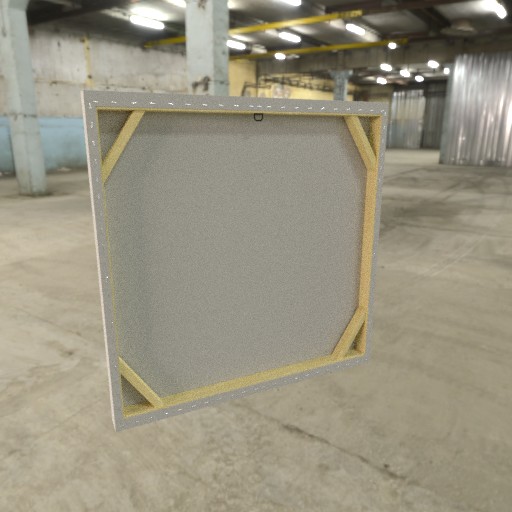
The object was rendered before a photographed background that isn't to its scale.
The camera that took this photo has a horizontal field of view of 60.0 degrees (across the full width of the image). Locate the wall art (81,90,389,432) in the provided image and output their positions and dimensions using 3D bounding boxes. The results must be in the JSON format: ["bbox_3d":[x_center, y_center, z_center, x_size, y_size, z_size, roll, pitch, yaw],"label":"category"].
[{"bbox_3d":[0.000,0.000,0.905,0.610,0.610,0.038,-7,17,-25],"label":"wall art"}]
